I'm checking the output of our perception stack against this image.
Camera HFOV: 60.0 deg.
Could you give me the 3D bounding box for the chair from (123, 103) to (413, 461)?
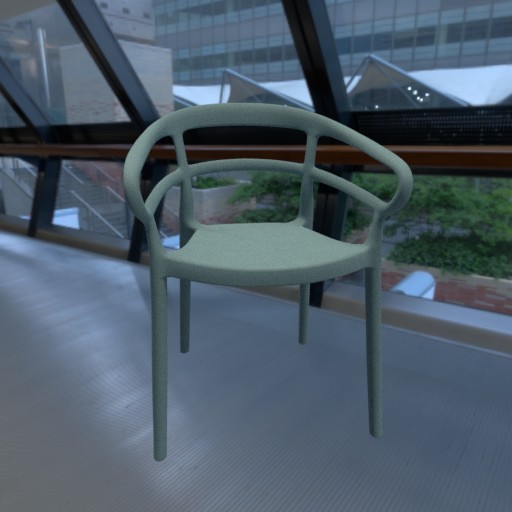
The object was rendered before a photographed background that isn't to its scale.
[{"bbox_3d":[0.000,0.000,1.119,0.559,0.761,0.527,-2,16,-8],"label":"chair"}]
